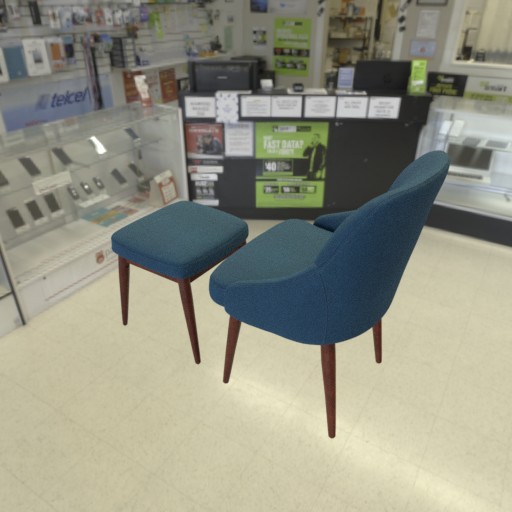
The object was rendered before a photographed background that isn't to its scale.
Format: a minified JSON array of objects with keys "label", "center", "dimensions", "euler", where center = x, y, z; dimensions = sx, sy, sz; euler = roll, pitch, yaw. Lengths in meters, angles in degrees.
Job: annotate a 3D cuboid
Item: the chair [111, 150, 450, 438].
[{"label":"chair","center":[0.000,0.000,1.562],"dimensions":[1.114,0.866,0.584],"euler":[19,36,29]}]
